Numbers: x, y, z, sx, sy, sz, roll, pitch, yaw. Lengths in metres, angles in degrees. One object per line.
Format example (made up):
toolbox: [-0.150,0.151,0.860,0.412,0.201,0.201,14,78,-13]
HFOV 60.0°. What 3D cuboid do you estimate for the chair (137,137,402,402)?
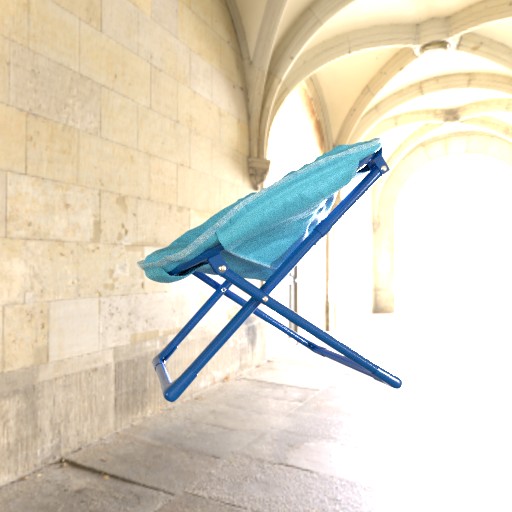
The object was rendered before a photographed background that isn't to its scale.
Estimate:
chair: [0.000,0.000,0.894,0.465,0.478,0.520,0,-1,-17]
